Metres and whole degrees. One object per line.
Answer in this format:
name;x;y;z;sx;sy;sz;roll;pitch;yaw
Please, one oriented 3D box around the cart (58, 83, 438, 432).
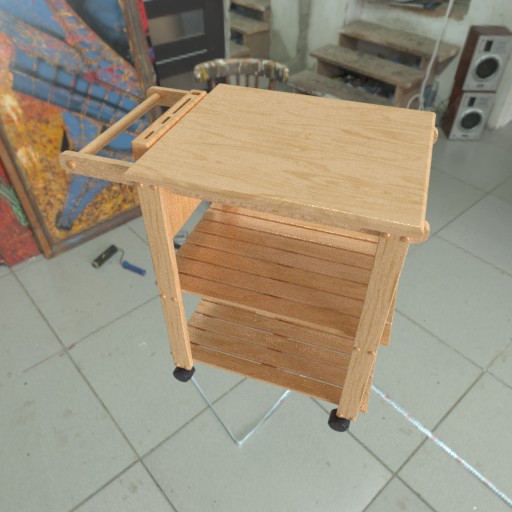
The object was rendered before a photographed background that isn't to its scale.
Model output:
cart;0.000;0.000;1.334;0.843;0.816;0.520;13;44;14
